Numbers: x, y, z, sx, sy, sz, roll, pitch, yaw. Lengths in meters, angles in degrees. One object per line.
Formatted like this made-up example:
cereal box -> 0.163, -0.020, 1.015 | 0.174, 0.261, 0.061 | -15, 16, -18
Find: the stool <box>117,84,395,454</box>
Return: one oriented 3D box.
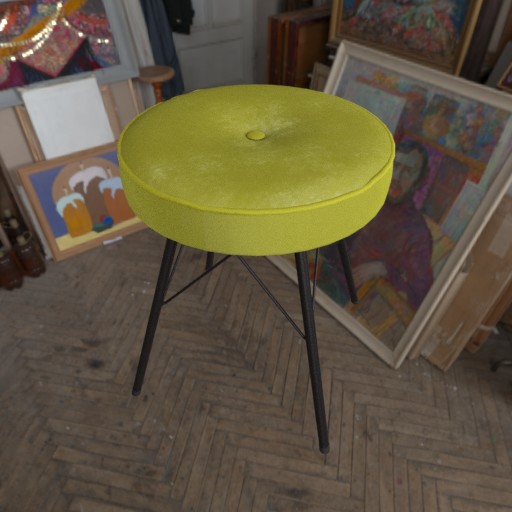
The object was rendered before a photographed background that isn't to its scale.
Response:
stool -> 0.000, 0.000, 0.817 | 0.409, 0.508, 0.409 | 12, 42, 13
